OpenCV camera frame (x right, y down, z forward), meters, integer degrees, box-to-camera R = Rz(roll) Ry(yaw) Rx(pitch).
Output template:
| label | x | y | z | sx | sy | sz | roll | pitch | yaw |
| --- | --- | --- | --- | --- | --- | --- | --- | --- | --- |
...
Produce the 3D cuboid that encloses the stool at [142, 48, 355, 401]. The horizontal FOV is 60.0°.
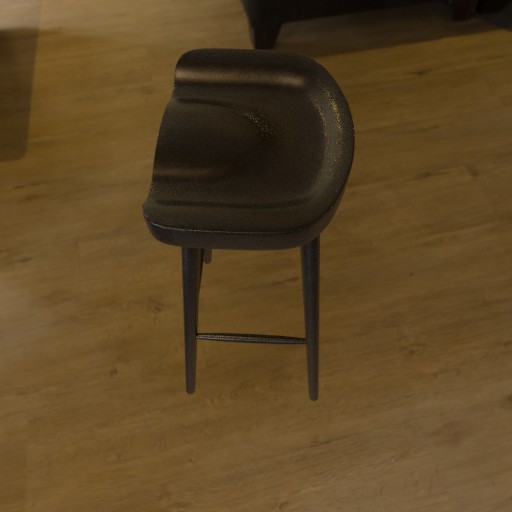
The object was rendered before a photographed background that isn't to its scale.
| label | x | y | z | sx | sy | sz | roll | pitch | yaw |
| --- | --- | --- | --- | --- | --- | --- | --- | --- | --- |
| stool | 0.000 | 0.000 | 0.999 | 0.361 | 0.749 | 0.440 | 3 | 58 | 2 |
